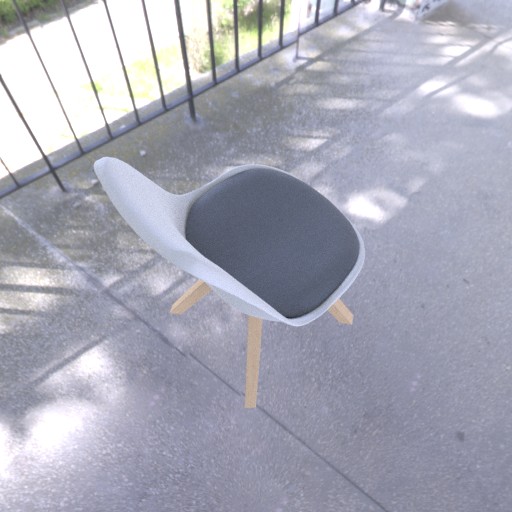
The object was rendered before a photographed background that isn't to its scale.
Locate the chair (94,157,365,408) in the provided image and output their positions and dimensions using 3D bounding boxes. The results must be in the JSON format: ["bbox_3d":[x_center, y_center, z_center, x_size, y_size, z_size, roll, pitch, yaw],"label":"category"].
[{"bbox_3d":[0.000,0.000,1.168,0.550,0.850,0.485,-36,66,-19],"label":"chair"}]
